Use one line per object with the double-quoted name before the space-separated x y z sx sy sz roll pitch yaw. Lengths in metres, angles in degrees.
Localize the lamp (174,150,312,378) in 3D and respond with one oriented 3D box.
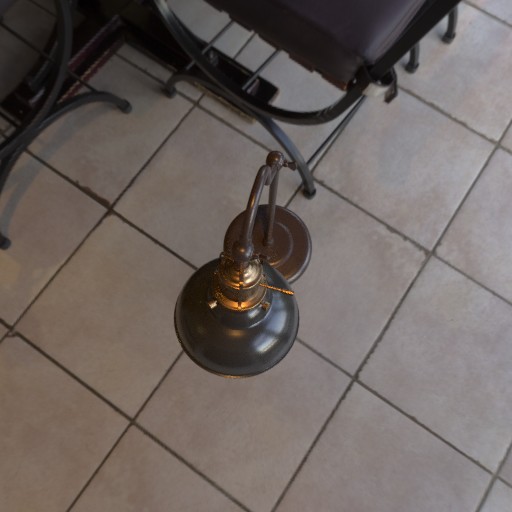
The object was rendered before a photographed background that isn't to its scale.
"lamp" 0.000 0.000 0.690 0.192 0.508 0.374 16 76 4
